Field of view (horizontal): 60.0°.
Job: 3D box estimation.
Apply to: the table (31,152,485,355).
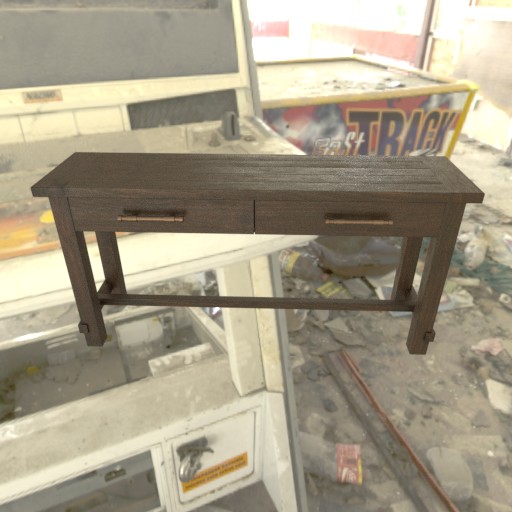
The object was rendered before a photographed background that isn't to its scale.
[{"bbox_3d":[0.000,0.000,1.912,1.599,0.762,0.442,1,31,2],"label":"table"}]
